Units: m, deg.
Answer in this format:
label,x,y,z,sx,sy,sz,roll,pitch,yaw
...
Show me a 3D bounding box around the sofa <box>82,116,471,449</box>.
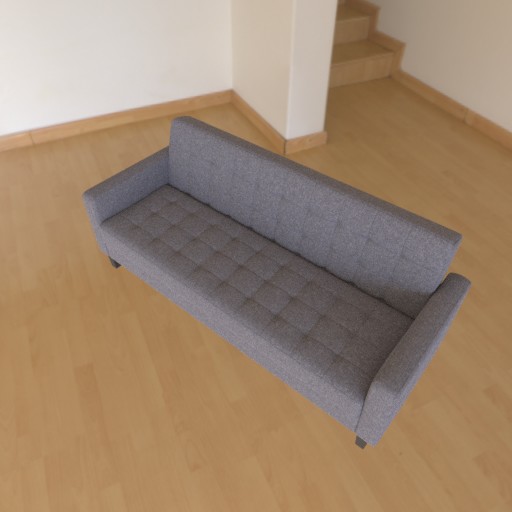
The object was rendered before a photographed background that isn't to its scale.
label,x,y,z,sx,sy,sz,roll,pitch,yaw
sofa,0.000,0.000,2.458,2.040,0.850,0.810,30,52,27
